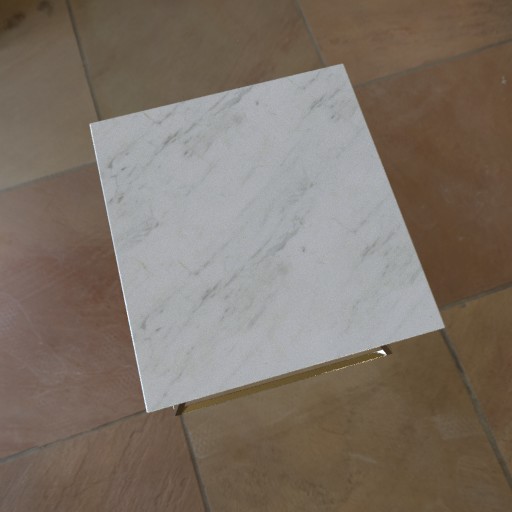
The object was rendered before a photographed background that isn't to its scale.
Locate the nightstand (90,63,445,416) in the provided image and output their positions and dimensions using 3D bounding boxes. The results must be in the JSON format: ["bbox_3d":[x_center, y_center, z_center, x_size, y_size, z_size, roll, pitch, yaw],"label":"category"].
[{"bbox_3d":[0.000,0.000,0.880,0.514,0.426,0.513,-15,75,-4],"label":"nightstand"}]
